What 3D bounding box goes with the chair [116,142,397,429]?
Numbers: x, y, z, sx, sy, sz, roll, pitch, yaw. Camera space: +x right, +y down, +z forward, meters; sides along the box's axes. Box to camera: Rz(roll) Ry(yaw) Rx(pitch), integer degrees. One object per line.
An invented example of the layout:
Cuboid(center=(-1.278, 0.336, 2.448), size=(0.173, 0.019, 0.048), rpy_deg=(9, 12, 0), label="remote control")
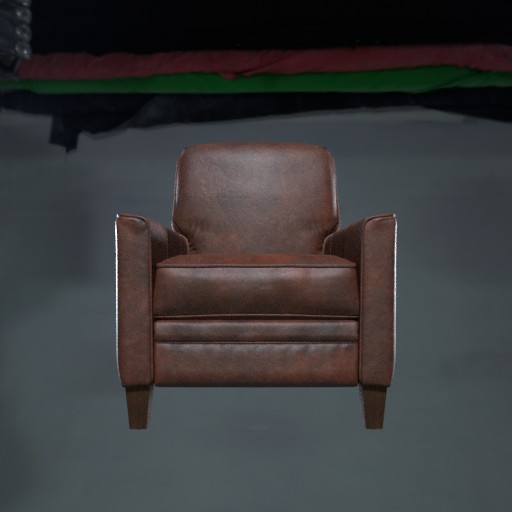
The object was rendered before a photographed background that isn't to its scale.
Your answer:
Cuboid(center=(0.000, 0.000, 1.682), size=(0.843, 1.043, 0.836), rpy_deg=(0, -1, 0), label="chair")
